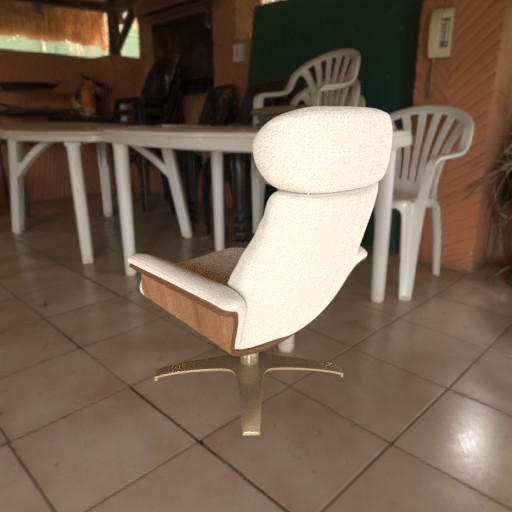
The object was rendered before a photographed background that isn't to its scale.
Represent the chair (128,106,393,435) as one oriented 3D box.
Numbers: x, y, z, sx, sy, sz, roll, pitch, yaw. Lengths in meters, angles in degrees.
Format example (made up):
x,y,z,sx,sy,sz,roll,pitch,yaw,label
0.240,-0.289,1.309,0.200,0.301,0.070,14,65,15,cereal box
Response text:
x,y,z,sx,sy,sz,roll,pitch,yaw,label
0.000,0.000,1.574,0.837,0.995,0.785,16,23,41,chair
